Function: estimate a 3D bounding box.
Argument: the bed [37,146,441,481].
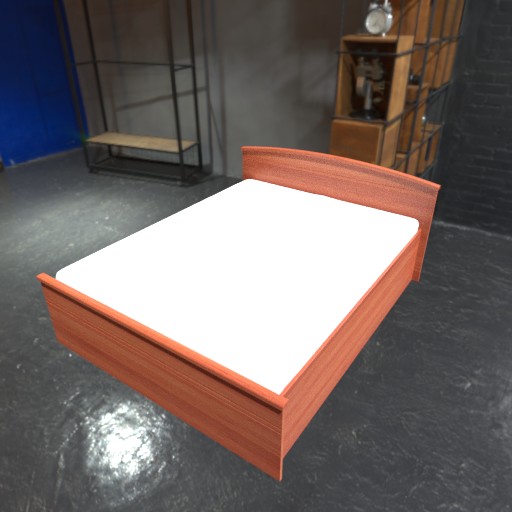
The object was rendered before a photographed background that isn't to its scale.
[{"bbox_3d":[0.000,0.000,2.926,1.683,0.848,2.053,19,35,30],"label":"bed"}]
